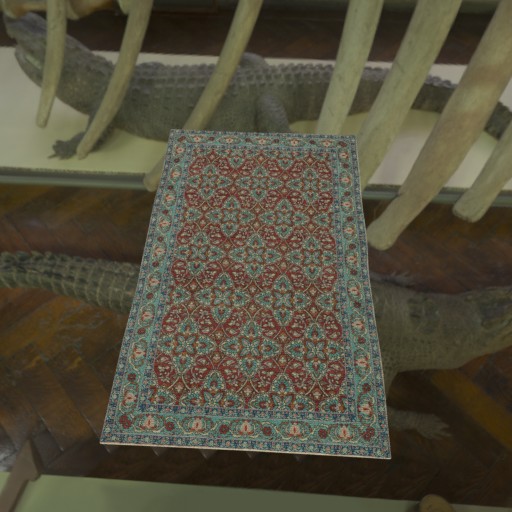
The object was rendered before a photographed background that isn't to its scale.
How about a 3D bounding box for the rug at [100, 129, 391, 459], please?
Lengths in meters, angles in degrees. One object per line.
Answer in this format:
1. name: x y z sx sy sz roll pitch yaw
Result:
1. rug: 0.000 0.000 2.980 1.533 0.011 2.439 2 57 2
